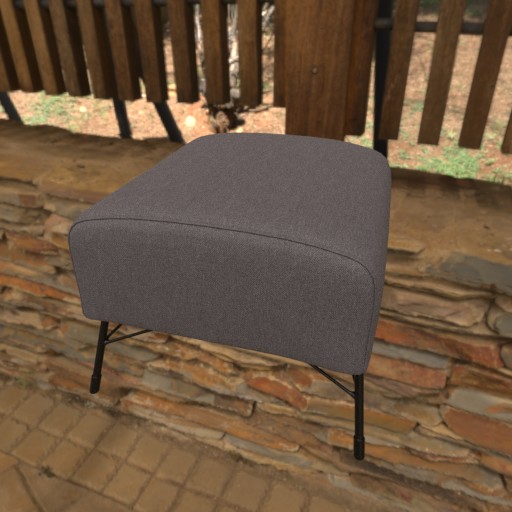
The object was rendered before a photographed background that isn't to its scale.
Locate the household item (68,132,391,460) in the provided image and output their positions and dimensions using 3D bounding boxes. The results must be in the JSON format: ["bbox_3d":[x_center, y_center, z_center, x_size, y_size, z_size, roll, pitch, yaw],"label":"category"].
[{"bbox_3d":[0.000,0.000,0.919,0.530,0.410,0.530,8,31,14],"label":"household item"}]
